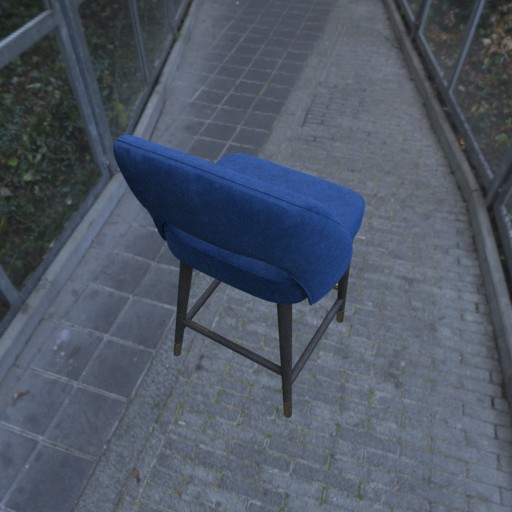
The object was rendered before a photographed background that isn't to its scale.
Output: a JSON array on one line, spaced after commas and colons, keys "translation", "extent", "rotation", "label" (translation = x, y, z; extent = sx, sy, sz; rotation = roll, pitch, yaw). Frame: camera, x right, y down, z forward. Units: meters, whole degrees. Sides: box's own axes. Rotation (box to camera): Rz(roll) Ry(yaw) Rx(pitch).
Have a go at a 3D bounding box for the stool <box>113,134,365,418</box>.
[{"translation": [0.000, 0.000, 1.264], "extent": [0.536, 0.925, 0.524], "rotation": [23, 51, 20], "label": "stool"}]
